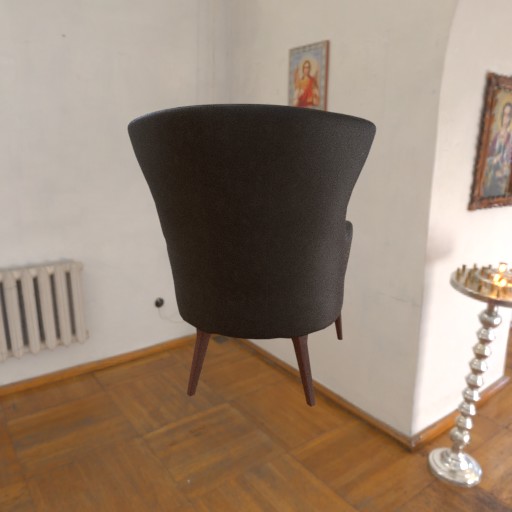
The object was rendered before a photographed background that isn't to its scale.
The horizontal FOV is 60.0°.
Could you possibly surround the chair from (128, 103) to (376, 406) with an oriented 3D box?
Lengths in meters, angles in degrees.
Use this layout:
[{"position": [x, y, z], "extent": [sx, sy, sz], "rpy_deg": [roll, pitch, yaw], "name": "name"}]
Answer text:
[{"position": [0.000, 0.000, 1.748], "extent": [0.819, 1.068, 0.954], "rpy_deg": [2, 15, 8], "name": "chair"}]
